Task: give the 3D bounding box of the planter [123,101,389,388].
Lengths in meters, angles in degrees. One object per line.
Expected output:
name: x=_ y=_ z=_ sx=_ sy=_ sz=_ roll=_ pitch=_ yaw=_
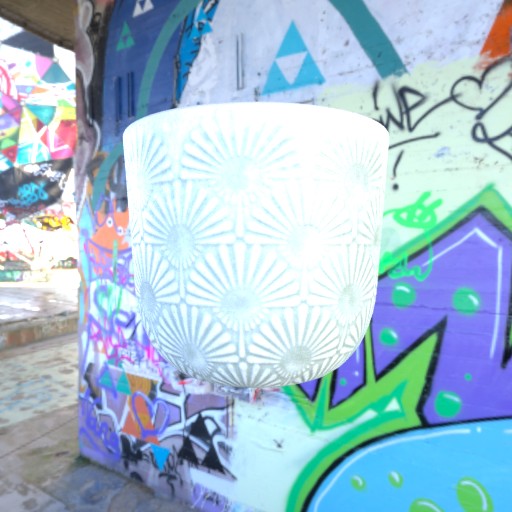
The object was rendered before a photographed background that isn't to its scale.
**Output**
planter: x=0.000 y=0.000 z=0.297 sx=0.170 sy=0.152 sz=0.170 roll=0 pitch=1 yaw=0
